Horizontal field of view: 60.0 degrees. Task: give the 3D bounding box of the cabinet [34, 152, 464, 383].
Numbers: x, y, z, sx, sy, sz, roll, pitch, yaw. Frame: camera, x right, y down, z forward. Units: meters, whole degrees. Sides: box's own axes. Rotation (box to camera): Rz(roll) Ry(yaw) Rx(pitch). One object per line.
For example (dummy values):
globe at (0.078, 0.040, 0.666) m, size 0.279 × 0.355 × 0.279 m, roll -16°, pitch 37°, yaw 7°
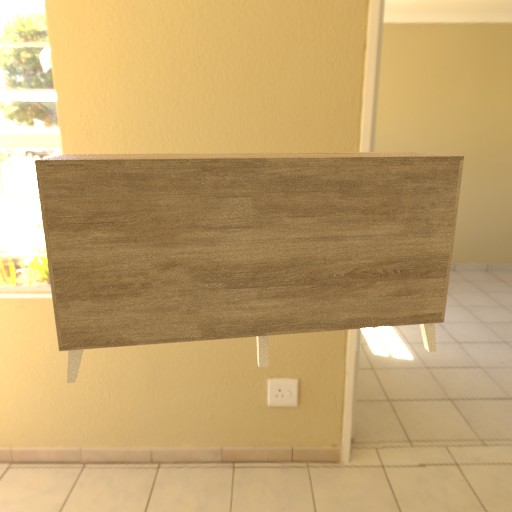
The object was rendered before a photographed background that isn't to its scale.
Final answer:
cabinet at (0.000, 0.000, 1.960) m, size 1.600 × 0.870 × 0.450 m, roll -3°, pitch 16°, yaw -9°
